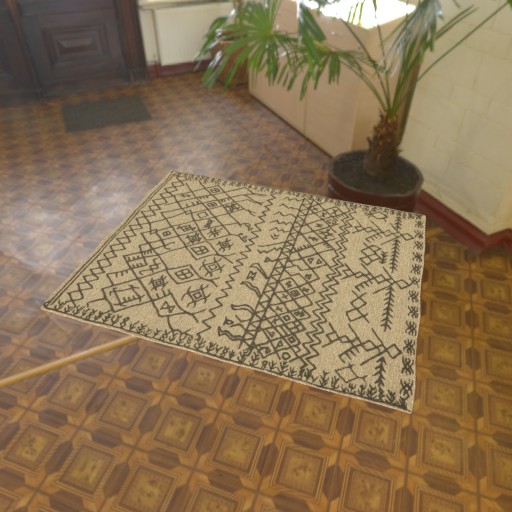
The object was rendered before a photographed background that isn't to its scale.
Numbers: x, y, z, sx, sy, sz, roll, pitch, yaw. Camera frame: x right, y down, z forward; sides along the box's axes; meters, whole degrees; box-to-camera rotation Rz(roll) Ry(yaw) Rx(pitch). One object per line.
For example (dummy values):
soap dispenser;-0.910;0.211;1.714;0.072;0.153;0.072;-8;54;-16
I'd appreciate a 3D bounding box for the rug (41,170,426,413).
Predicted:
rug;0.000;0.000;3.405;2.455;0.025;1.964;12;42;14
